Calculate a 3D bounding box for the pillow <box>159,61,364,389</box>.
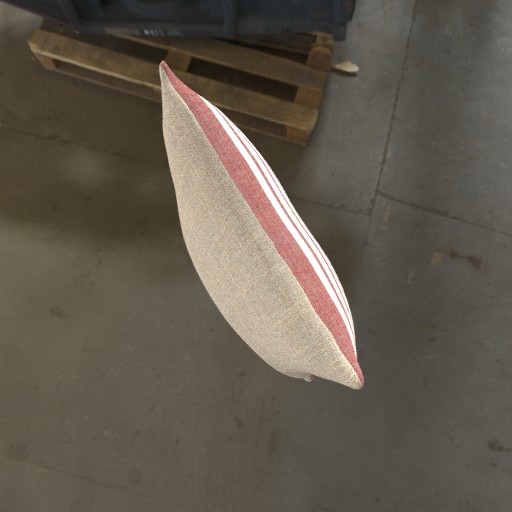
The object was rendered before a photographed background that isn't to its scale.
[{"bbox_3d":[0.000,0.000,0.678,0.182,0.427,0.439,-30,79,-7],"label":"pillow"}]
